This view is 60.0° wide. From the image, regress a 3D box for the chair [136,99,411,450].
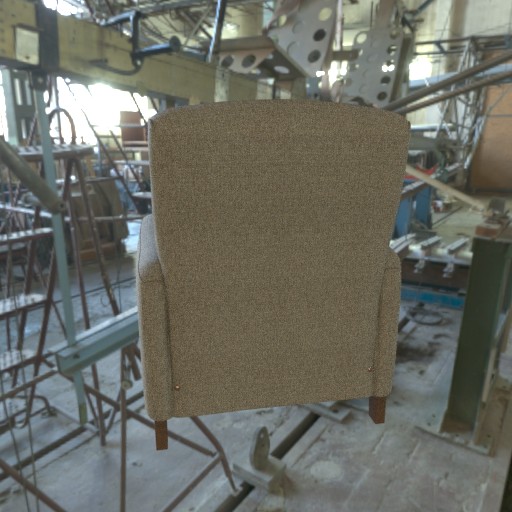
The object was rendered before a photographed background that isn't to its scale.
[{"bbox_3d":[0.000,0.000,1.616,0.848,1.014,0.864,-3,15,-10],"label":"chair"}]
